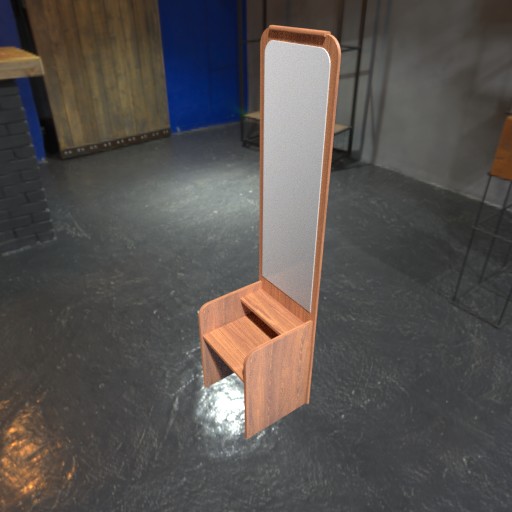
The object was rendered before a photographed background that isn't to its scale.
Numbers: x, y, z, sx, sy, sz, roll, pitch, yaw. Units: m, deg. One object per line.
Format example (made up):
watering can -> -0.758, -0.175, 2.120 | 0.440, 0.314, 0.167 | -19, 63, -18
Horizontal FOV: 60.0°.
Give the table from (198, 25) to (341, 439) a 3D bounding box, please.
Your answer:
table -> 0.000, 0.000, 2.014 | 0.420, 1.830, 0.450 | -21, 37, -30
